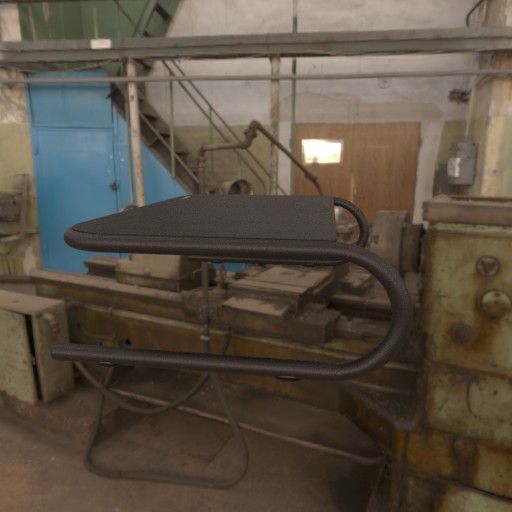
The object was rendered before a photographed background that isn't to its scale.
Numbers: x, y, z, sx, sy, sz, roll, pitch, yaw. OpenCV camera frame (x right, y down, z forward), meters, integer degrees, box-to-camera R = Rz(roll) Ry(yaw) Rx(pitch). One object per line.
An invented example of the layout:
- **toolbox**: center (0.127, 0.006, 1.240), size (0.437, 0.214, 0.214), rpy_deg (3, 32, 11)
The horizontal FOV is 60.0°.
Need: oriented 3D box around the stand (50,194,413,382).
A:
- **stand**: center (0.000, 0.000, 0.502), size (0.280, 0.108, 0.370), rpy_deg (2, 13, 9)
